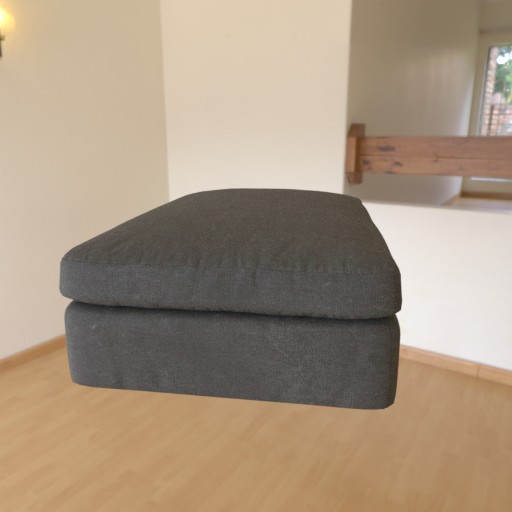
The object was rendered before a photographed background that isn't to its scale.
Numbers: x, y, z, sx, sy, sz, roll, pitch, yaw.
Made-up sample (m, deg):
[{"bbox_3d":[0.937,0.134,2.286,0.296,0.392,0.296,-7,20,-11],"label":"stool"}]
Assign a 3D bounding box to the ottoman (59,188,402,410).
[{"bbox_3d":[0.000,0.000,1.590,0.840,0.429,1.199,2,15,8],"label":"ottoman"}]
